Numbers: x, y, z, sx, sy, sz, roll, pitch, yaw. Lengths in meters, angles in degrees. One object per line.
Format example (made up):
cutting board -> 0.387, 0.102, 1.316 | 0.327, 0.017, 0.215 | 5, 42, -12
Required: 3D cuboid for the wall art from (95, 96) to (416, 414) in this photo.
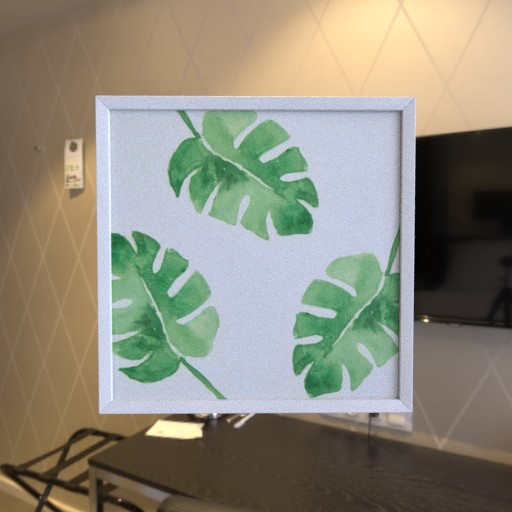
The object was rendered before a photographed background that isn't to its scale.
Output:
wall art -> 0.000, 0.000, 0.445 | 0.305, 0.305, 0.038 | 0, 2, -1
